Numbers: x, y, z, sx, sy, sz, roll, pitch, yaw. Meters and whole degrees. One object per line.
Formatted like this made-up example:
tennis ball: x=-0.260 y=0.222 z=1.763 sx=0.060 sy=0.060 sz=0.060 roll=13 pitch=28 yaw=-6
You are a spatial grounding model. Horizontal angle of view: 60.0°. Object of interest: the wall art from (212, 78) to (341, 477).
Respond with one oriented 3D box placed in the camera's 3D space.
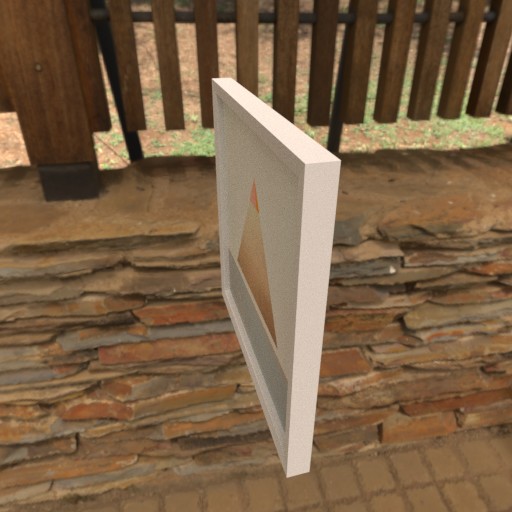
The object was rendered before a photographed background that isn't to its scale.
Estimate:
wall art: x=0.000 y=0.000 z=1.972 sx=0.098 sy=1.291 sz=1.289 roll=-8 pitch=32 yaw=-13
